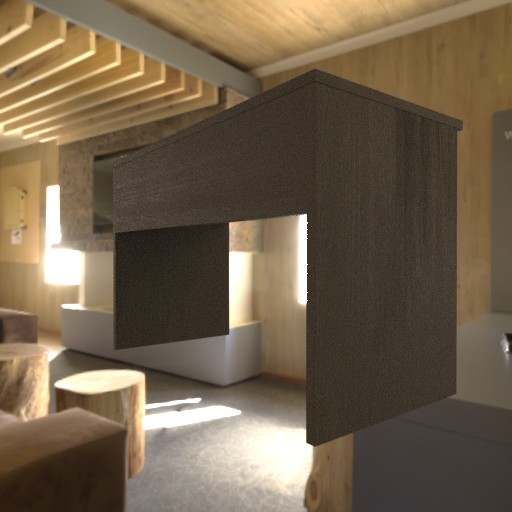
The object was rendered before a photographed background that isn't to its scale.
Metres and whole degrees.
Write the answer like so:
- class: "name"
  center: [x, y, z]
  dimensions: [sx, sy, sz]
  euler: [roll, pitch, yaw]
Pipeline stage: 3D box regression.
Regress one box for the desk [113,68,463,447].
- class: "desk"
  center: [0.000, 0.000, 1.459]
  dimensions: [0.557, 0.729, 1.099]
  euler: [0, 1, -37]
